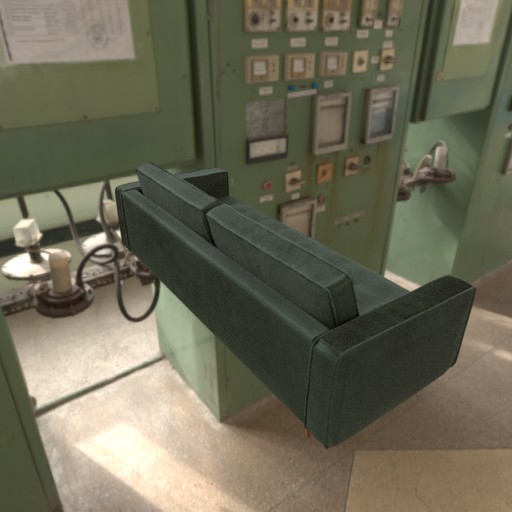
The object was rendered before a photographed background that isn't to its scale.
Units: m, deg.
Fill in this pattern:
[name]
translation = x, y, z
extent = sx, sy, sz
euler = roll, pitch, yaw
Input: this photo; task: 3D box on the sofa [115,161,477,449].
[sofa]
translation = 0.000, 0.000, 2.593
extent = 0.886, 0.781, 2.214
euler = -18, 33, -31
